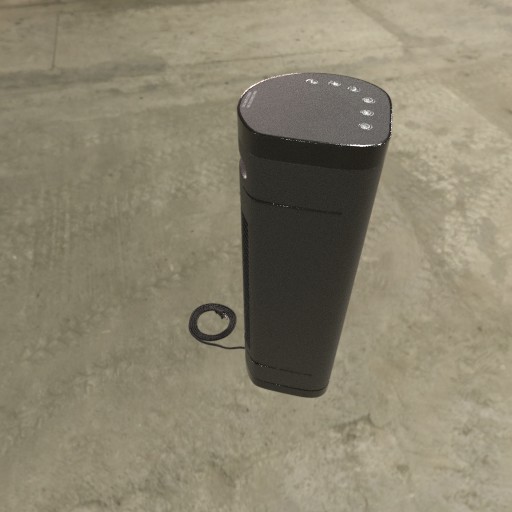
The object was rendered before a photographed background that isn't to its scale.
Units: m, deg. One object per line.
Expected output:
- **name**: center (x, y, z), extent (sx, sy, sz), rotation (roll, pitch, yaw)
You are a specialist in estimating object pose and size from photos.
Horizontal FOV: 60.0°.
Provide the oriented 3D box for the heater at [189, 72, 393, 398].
- **heater**: center (0.000, 0.000, 0.715), extent (0.312, 0.552, 0.174), rotation (10, 47, 9)
